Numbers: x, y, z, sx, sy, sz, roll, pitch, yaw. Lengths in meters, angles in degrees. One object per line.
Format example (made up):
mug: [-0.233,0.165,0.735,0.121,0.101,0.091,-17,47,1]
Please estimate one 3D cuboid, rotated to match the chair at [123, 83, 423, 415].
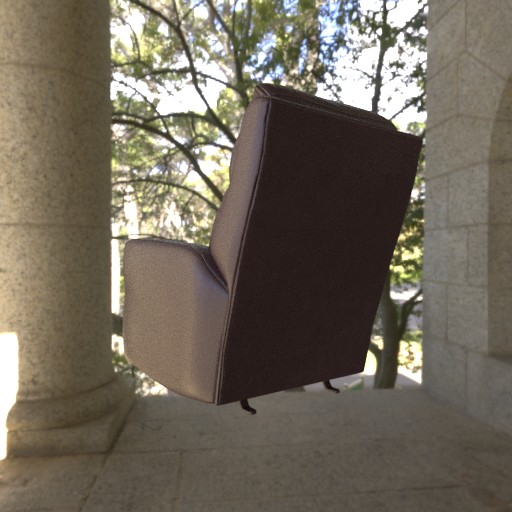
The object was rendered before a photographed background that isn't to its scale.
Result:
chair: [0.000,0.000,1.773,0.829,1.030,1.080,0,0,-36]
